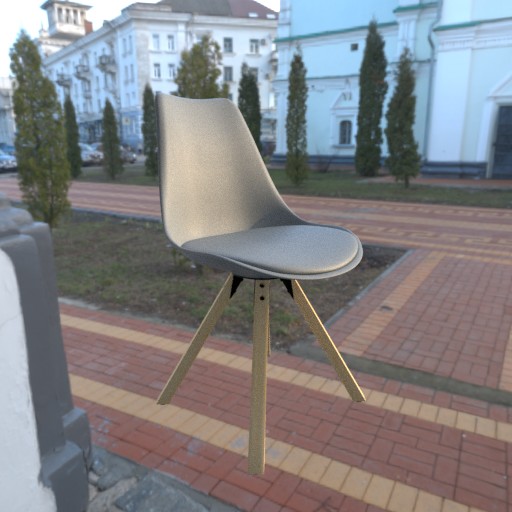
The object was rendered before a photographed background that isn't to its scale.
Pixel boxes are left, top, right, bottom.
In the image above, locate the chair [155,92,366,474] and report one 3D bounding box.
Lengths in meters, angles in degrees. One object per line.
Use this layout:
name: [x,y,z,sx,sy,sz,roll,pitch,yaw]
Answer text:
chair: [0.000,0.000,1.191,0.485,0.850,0.549,-13,19,-43]
